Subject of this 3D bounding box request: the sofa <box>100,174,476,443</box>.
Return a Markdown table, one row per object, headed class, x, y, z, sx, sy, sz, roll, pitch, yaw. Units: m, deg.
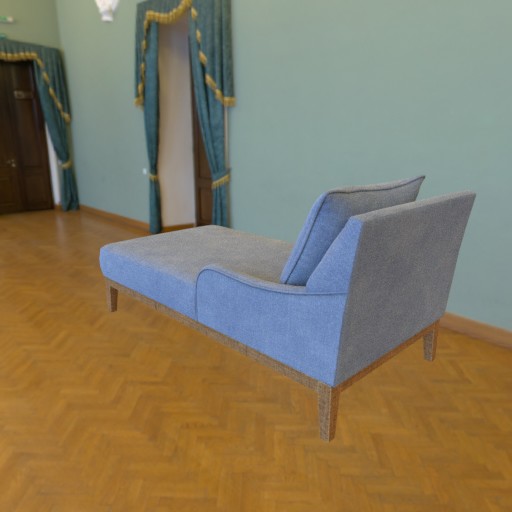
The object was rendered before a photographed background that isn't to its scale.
| class | x | y | z | sx | sy | sz | roll | pitch | yaw |
| --- | --- | --- | --- | --- | --- | --- | --- | --- | --- |
| sofa | 0.000 | 0.000 | 2.293 | 0.904 | 0.883 | 1.779 | -15 | 22 | -42 |
